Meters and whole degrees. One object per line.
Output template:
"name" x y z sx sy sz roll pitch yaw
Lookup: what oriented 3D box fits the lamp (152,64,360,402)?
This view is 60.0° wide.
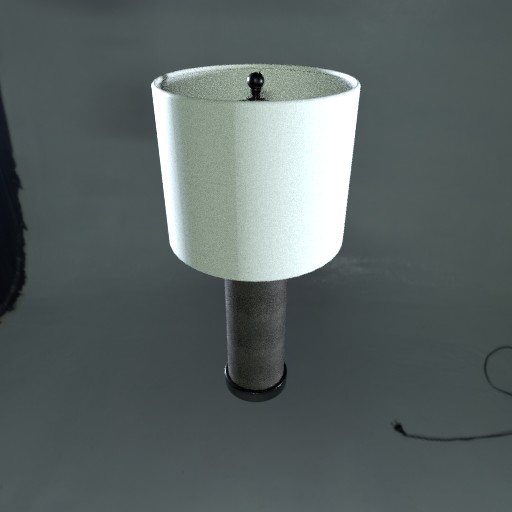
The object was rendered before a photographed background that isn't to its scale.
"lamp" 0.000 0.000 0.818 0.305 0.634 0.305 1 31 1
